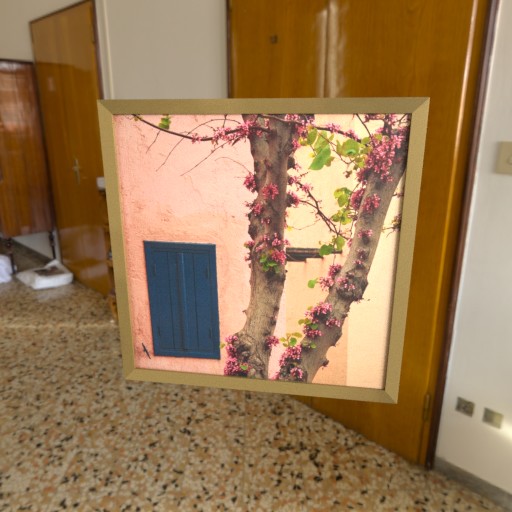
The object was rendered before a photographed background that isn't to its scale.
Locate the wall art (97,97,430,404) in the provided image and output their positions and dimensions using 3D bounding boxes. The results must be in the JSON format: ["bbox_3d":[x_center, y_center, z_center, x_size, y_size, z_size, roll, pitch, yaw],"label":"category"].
[{"bbox_3d":[0.000,0.000,0.760,0.507,0.508,0.038,3,17,8],"label":"wall art"}]
